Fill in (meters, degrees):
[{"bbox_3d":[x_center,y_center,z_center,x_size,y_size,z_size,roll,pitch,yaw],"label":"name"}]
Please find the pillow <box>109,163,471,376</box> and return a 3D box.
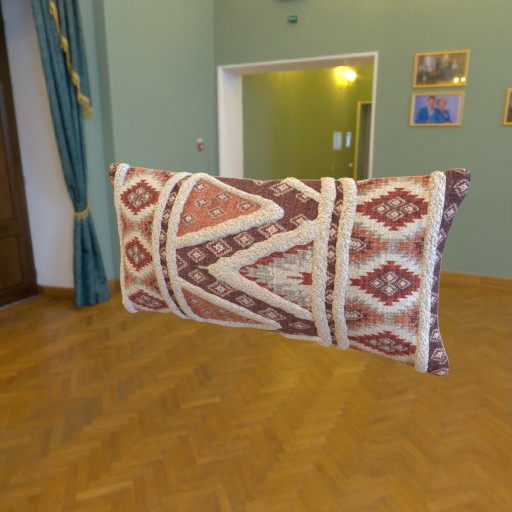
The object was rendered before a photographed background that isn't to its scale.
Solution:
[{"bbox_3d":[0.000,0.000,0.724,0.608,0.295,0.161,7,16,25],"label":"pillow"}]
